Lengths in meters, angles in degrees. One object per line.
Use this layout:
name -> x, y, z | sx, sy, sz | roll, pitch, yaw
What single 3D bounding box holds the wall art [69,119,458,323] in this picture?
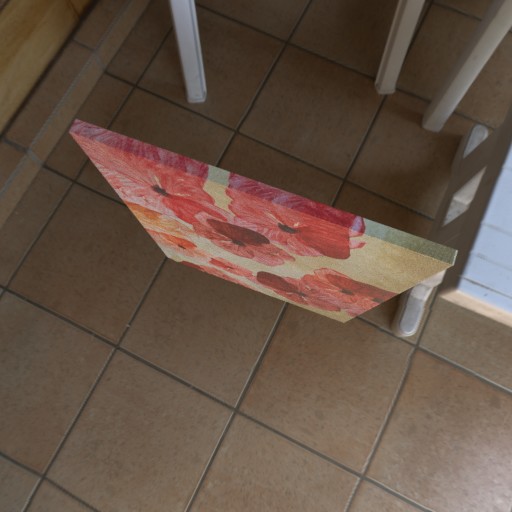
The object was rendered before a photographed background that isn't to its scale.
wall art -> 0.000, 0.000, 1.315 | 0.762, 1.015, 0.031 | 20, 77, 5
